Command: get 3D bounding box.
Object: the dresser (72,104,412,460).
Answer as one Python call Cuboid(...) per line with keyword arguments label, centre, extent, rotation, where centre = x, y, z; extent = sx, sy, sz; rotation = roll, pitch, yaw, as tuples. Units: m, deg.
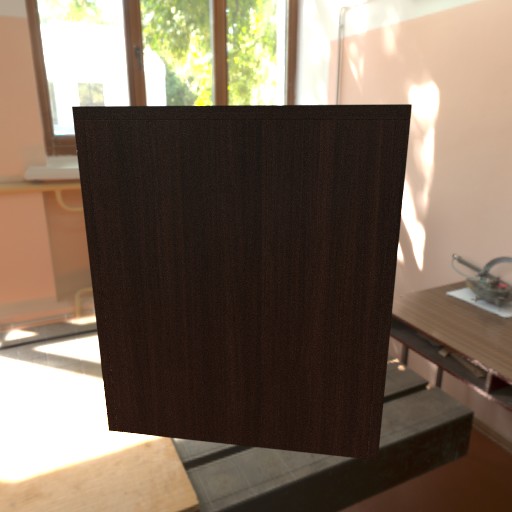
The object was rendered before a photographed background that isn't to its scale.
Cuboid(label="dresser", centre=(0.000, 0.000, 0.750), extent=(0.400, 0.470, 0.360), rotation=(3, 17, 8))
